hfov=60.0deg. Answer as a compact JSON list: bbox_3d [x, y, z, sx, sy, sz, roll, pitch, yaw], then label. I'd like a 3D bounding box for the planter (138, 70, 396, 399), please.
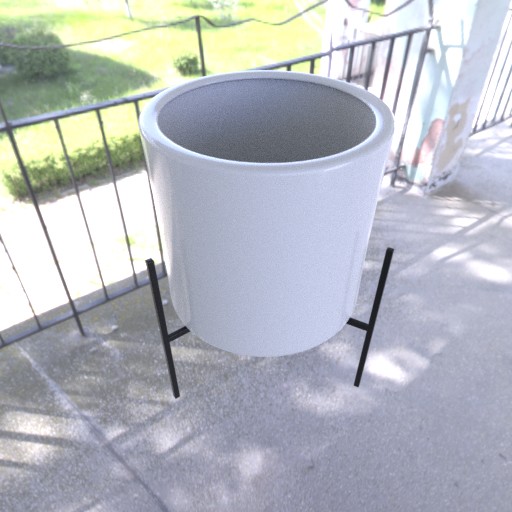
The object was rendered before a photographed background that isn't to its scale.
[{"bbox_3d":[0.000,0.000,0.720,0.361,0.480,0.360,-25,46,-27],"label":"planter"}]
